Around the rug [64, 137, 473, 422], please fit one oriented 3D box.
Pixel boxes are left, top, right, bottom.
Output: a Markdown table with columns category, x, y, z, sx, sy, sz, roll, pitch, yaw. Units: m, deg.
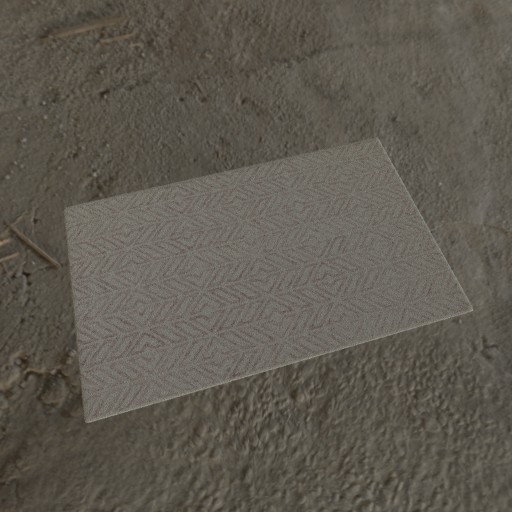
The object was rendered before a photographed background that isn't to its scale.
| category | x | y | z | sx | sy | sz | roll | pitch | yaw |
| --- | --- | --- | --- | --- | --- | --- | --- | --- | --- |
| rug | 0.000 | 0.000 | 2.996 | 2.438 | 0.008 | 1.523 | -14 | 63 | -8 |
